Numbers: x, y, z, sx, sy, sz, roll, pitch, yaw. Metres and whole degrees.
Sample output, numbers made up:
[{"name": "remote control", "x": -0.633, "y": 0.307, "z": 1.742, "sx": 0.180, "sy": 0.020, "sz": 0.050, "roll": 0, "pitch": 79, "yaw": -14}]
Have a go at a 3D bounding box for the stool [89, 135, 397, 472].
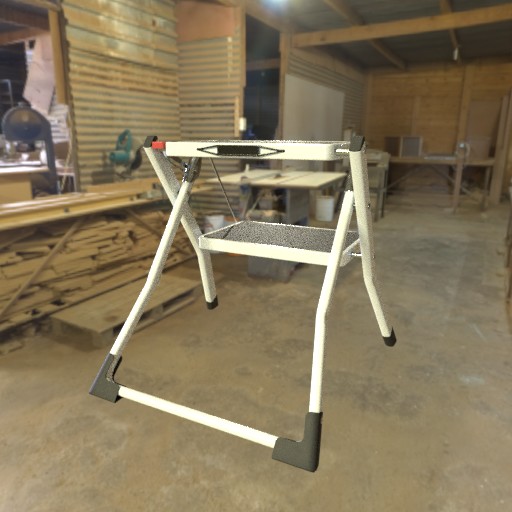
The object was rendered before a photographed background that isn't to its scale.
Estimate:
[{"name": "stool", "x": 0.000, "y": 0.000, "z": 0.849, "sx": 0.485, "sy": 0.445, "sz": 0.490, "roll": 8, "pitch": 17, "yaw": 26}]
